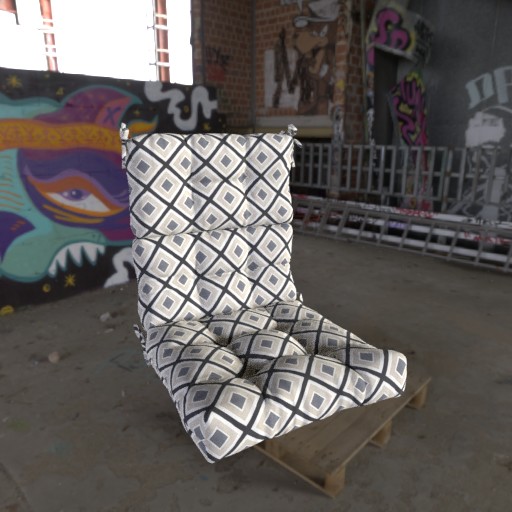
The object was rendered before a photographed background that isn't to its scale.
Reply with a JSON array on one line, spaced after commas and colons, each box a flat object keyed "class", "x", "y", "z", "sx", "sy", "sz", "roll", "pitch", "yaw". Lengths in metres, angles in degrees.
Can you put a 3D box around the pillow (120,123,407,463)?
[{"class": "pillow", "x": 0.000, "y": 0.000, "z": 1.033, "sx": 0.519, "sy": 0.605, "sz": 0.571, "roll": -8, "pitch": 17, "yaw": -26}]
